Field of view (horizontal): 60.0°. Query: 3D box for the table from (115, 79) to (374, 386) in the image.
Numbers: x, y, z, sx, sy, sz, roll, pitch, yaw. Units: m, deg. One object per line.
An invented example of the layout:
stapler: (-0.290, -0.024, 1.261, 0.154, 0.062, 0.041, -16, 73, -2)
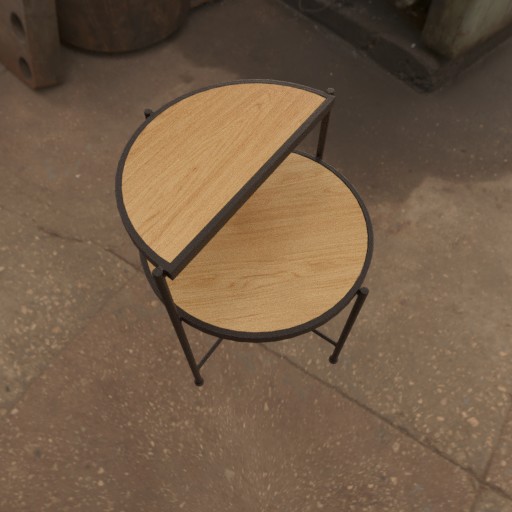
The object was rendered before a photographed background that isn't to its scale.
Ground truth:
table: (0.000, 0.000, 1.199, 0.628, 0.684, 0.629, 31, 63, 18)
